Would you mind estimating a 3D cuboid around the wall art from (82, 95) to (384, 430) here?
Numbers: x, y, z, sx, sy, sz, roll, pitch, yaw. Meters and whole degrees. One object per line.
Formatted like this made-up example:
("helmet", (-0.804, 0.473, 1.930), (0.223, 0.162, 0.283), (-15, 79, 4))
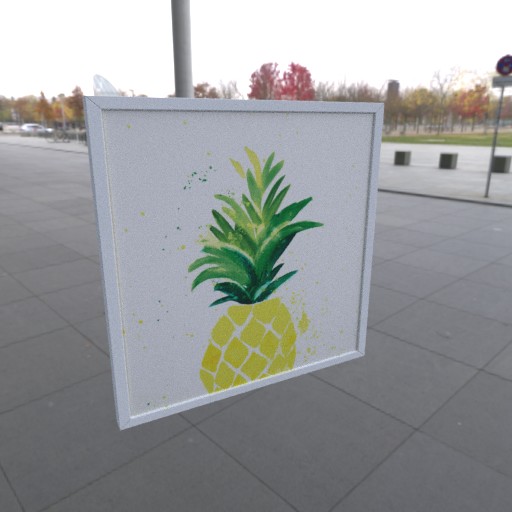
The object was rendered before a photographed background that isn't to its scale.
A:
("wall art", (0.000, 0.000, 1.147), (0.763, 0.761, 0.038), (-9, 19, -27))
